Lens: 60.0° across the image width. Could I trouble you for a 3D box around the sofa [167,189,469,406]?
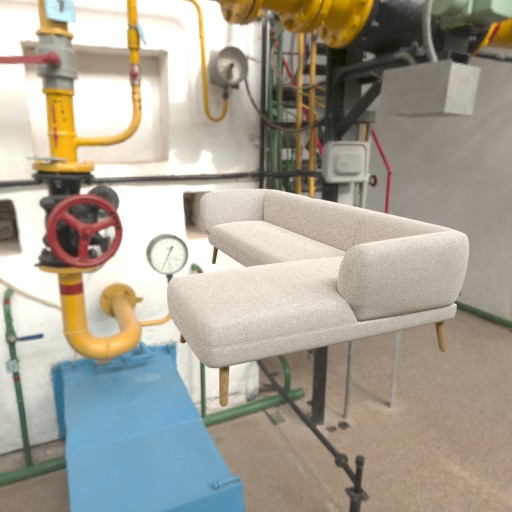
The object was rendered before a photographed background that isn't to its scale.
[{"bbox_3d":[0.000,0.000,3.339,1.610,0.730,2.660,-6,16,-23],"label":"sofa"}]
